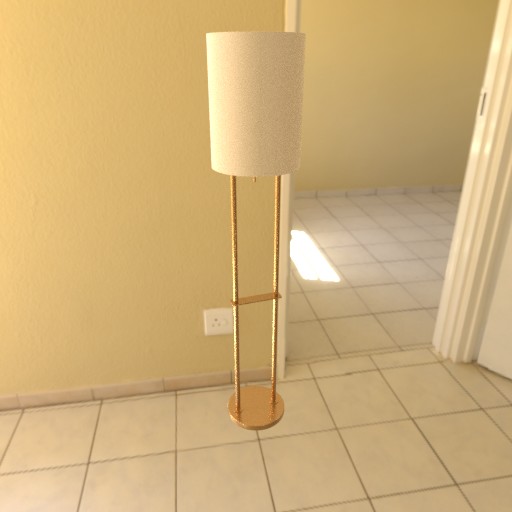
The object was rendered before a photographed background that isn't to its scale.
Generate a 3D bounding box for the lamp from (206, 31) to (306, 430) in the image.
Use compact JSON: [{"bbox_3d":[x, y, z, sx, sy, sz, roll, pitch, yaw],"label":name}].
[{"bbox_3d":[0.000,0.000,1.673,0.306,1.500,0.305,-8,25,-17],"label":"lamp"}]
